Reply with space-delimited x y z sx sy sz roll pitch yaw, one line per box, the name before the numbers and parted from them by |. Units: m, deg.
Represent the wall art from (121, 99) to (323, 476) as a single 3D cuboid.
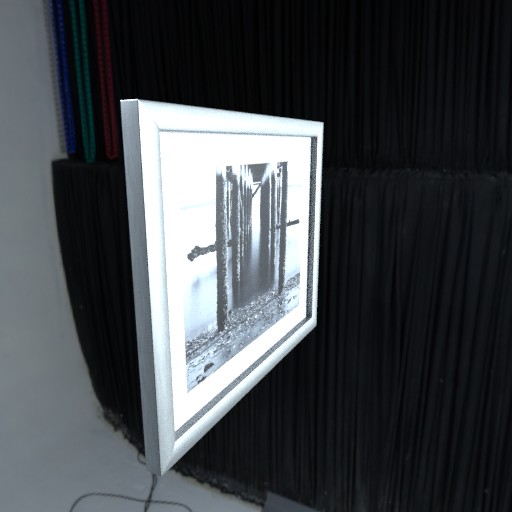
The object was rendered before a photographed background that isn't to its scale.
wall art | 0.000 0.000 0.753 0.028 0.457 0.556 7 16 27
